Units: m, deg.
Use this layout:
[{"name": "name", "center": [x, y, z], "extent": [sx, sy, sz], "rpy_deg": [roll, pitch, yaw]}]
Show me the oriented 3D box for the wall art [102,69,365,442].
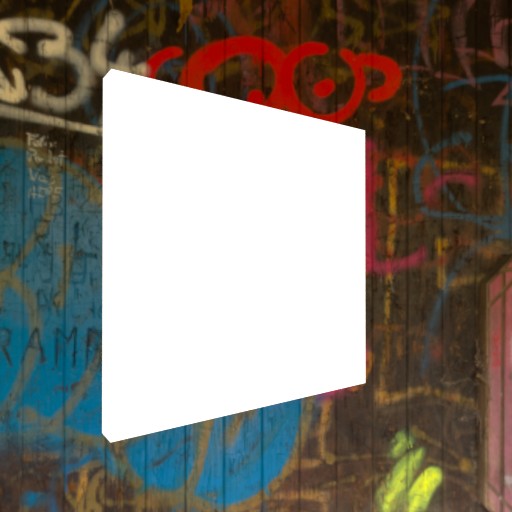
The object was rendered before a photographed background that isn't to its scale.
[{"name": "wall art", "center": [0.000, 0.000, 0.533], "extent": [0.355, 0.355, 0.027], "rpy_deg": [0, -1, -35]}]
